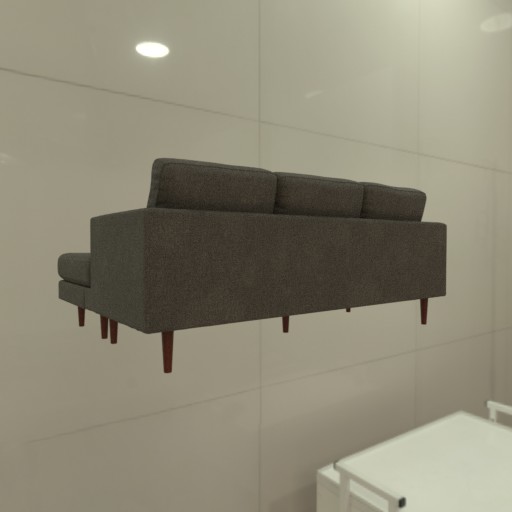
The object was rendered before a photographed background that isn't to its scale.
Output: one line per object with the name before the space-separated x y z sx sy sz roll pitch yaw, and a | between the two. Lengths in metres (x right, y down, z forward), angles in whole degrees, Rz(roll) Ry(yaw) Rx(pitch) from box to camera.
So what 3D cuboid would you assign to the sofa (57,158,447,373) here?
sofa | 0.000 0.000 3.036 2.233 0.956 1.504 -1 2 -37
